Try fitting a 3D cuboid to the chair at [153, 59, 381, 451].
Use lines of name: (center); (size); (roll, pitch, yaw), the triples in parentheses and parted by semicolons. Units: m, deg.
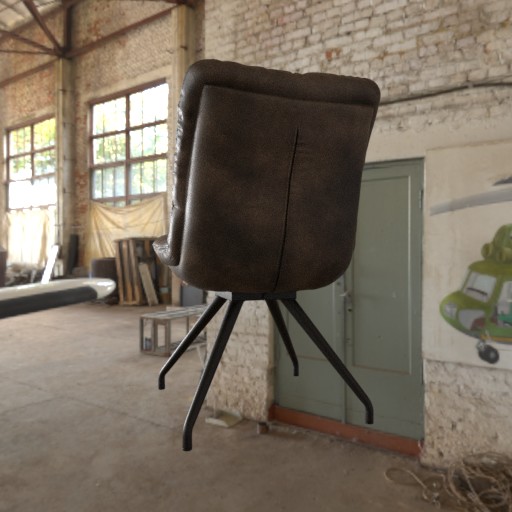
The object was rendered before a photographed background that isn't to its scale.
chair: (0.000, 0.000, 1.281); (0.549, 0.870, 0.622); (0, 1, -19)
